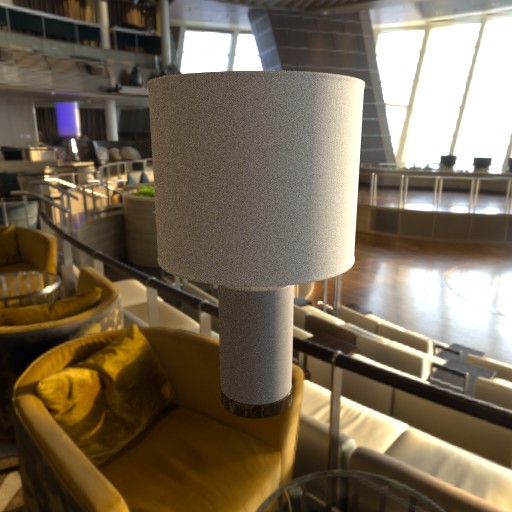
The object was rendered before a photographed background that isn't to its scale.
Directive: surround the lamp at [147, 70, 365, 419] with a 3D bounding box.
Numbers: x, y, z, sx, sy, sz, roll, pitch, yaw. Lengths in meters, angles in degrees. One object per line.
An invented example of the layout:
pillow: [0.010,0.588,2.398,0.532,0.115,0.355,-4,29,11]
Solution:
lamp: [0.000,0.000,0.527,0.229,0.380,0.229,0,15,0]
